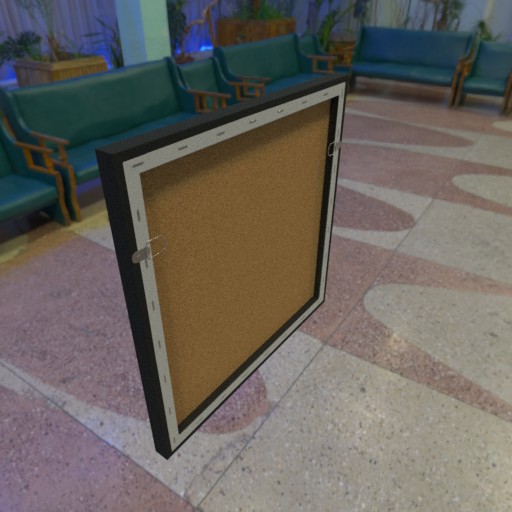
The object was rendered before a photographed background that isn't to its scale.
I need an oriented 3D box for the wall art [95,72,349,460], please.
[{"bbox_3d":[0.000,0.000,1.121,0.044,0.758,0.758,22,39,30],"label":"wall art"}]
